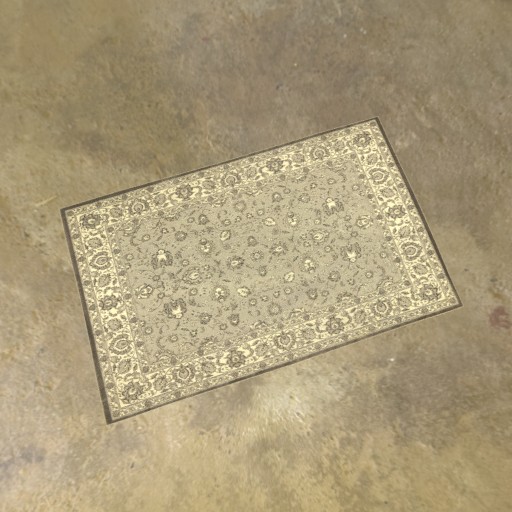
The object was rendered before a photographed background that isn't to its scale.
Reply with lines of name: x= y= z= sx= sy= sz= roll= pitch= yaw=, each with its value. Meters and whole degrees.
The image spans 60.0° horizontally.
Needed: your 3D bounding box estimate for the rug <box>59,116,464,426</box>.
rug: x=0.000 y=0.000 z=3.043 sx=2.438 sy=0.011 sz=1.524 roll=-17 pitch=75 yaw=-5
